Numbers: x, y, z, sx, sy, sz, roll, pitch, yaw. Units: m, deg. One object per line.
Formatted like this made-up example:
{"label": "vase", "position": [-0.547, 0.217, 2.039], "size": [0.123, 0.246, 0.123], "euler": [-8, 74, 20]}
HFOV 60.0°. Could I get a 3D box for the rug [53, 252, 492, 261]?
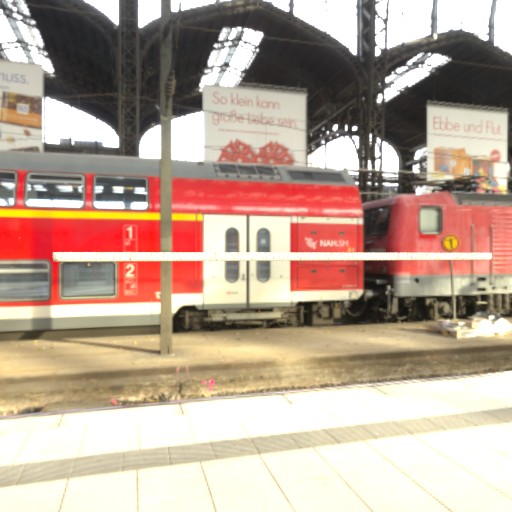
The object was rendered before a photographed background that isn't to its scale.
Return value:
{"label": "rug", "position": [0.000, 0.000, 2.073], "size": [1.600, 0.027, 1.200], "euler": [0, 0, -17]}
